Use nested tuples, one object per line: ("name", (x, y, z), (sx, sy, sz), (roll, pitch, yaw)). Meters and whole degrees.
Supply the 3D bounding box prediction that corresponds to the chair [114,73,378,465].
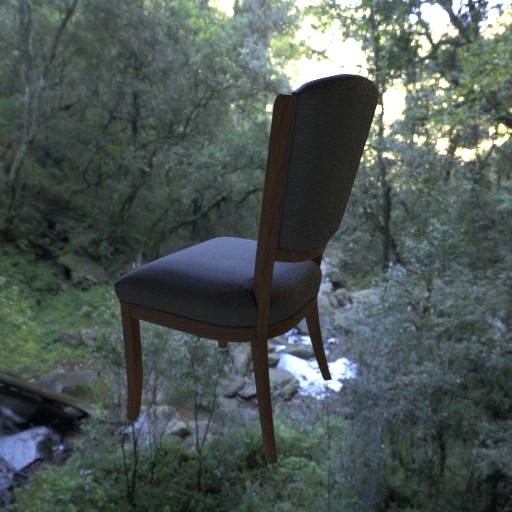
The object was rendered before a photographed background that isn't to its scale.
("chair", (0.000, 0.000, 1.228), (0.584, 0.905, 0.513), (8, 18, 27))
